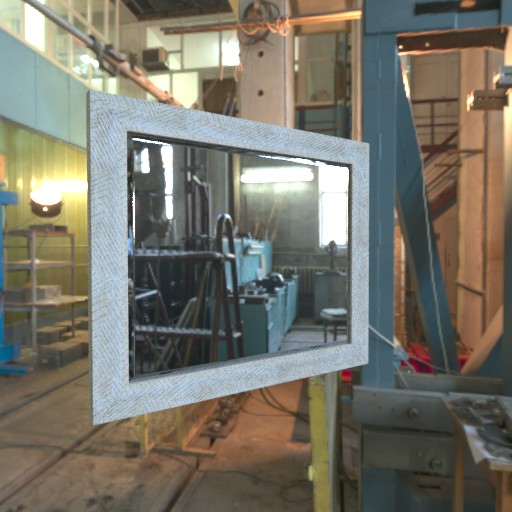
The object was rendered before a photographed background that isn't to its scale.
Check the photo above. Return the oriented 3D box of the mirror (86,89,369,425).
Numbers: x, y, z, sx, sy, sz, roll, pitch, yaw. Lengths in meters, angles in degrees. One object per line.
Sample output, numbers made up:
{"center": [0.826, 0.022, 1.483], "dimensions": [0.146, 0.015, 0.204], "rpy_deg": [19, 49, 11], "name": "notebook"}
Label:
{"center": [0.000, 0.000, 1.154], "dimensions": [0.839, 0.689, 0.028], "rpy_deg": [-1, 2, -35], "name": "mirror"}
